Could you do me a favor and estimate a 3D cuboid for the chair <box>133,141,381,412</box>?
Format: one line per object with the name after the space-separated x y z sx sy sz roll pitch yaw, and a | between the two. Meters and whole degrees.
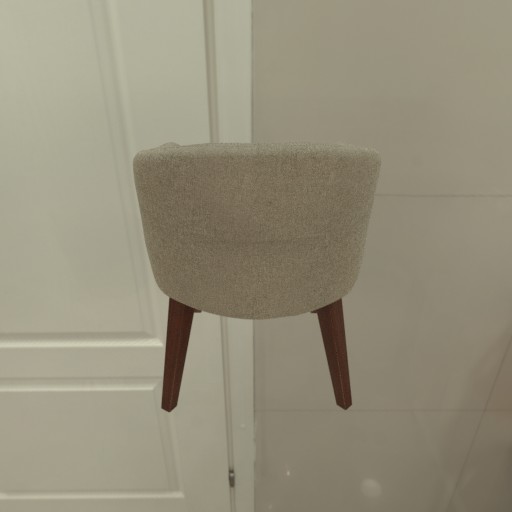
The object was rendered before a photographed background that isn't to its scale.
0.000 0.000 1.257 0.583 0.811 0.655 0 30 0 | chair
